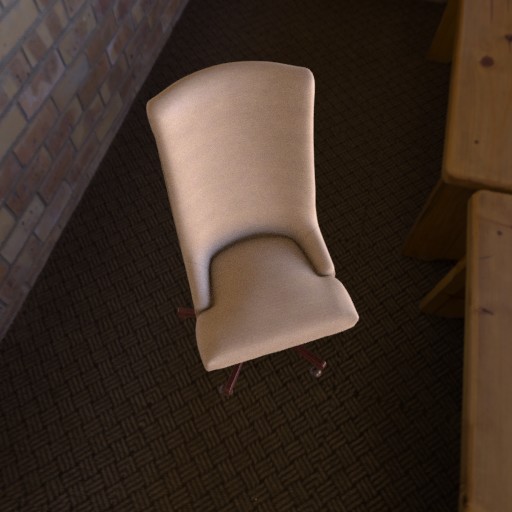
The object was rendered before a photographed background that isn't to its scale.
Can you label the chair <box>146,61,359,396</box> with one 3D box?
[{"bbox_3d":[0.000,0.000,1.485,0.645,1.010,0.696,-15,62,-8],"label":"chair"}]
